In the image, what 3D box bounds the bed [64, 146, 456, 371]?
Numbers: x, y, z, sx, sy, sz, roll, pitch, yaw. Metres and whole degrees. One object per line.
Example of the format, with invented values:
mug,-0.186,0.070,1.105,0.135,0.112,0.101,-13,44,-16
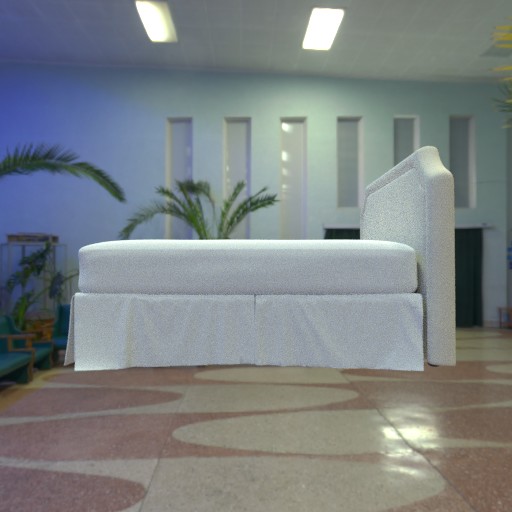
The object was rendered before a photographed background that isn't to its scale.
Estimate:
bed,0.000,0.000,3.318,2.209,1.296,1.827,0,-1,1
